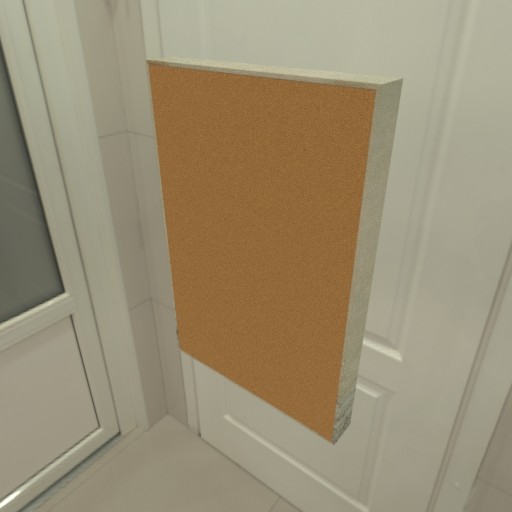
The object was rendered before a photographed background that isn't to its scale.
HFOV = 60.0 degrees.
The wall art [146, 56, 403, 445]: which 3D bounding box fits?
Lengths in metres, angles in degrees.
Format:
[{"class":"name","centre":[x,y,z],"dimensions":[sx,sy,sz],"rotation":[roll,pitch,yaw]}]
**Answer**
[{"class":"wall art","centre":[0.000,0.000,0.484],"dimensions":[0.254,0.381,0.038],"rotation":[21,36,33]}]
